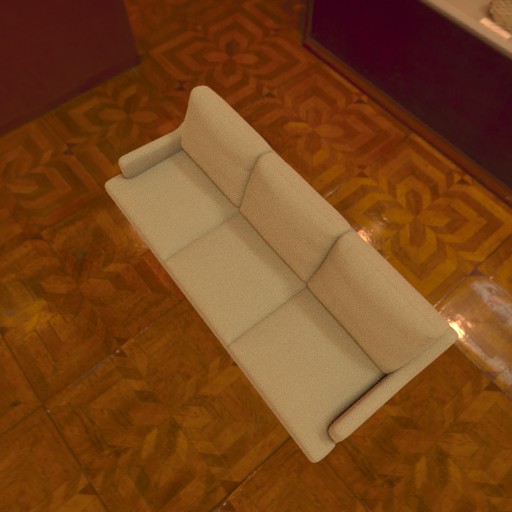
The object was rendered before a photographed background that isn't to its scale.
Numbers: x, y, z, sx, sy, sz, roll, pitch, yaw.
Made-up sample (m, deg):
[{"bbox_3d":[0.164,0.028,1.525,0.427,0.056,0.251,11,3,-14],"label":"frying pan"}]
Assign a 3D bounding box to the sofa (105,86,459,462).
[{"bbox_3d":[0.000,0.000,2.862,1.000,0.913,2.321,-35,68,-16],"label":"sofa"}]
